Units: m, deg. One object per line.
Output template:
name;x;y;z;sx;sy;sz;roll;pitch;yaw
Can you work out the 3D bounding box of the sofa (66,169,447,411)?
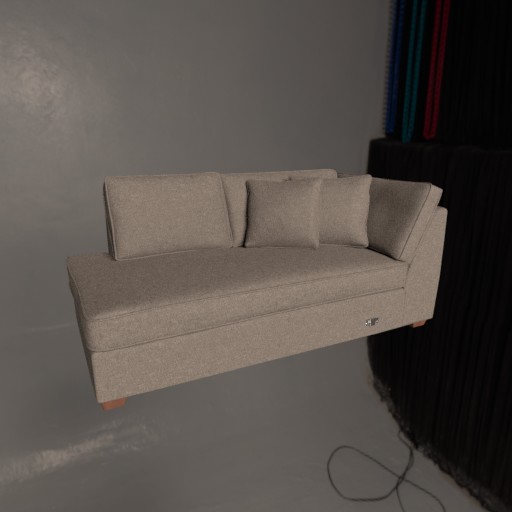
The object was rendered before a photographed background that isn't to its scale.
sofa;0.000;0.000;2.880;2.237;1.033;1.110;-8;19;-25
